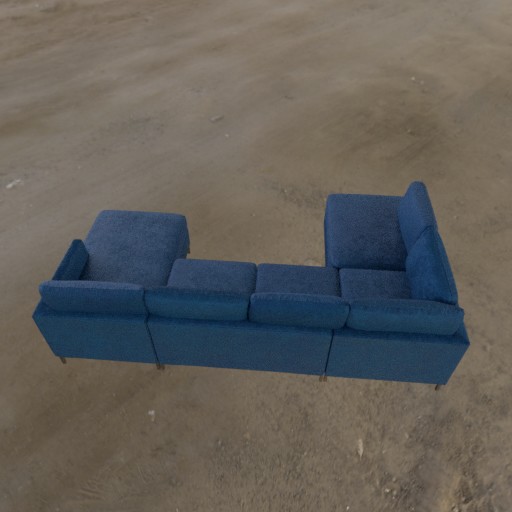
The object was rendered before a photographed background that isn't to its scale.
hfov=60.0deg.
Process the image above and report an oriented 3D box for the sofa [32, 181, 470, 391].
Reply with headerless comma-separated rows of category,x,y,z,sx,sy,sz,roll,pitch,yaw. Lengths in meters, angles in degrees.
sofa,0.000,0.000,4.274,3.434,0.992,2.055,3,45,3
